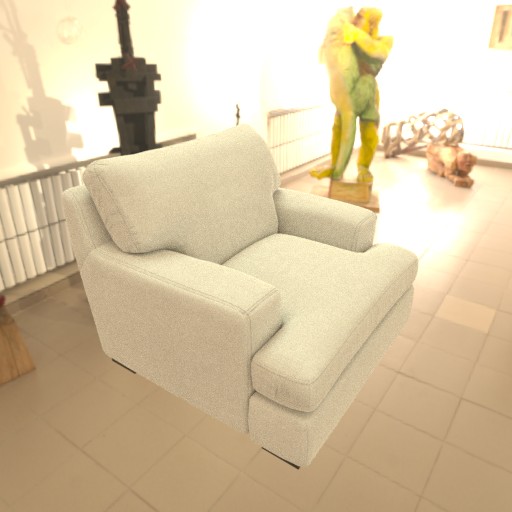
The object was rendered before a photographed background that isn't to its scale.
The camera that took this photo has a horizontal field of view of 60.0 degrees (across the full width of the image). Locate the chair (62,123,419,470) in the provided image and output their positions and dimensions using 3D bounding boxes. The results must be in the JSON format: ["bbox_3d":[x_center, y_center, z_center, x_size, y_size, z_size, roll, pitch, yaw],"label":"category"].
[{"bbox_3d":[0.000,0.000,1.960,1.158,0.930,1.140,18,32,31],"label":"chair"}]
